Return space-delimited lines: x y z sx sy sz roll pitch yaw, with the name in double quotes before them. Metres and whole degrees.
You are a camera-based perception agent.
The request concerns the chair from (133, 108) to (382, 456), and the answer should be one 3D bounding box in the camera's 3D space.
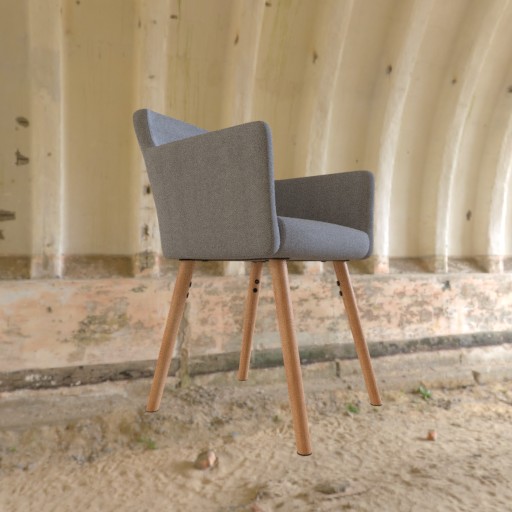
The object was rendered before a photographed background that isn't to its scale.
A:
"chair" 0.000 0.000 1.172 0.540 0.780 0.570 -1 -2 36
